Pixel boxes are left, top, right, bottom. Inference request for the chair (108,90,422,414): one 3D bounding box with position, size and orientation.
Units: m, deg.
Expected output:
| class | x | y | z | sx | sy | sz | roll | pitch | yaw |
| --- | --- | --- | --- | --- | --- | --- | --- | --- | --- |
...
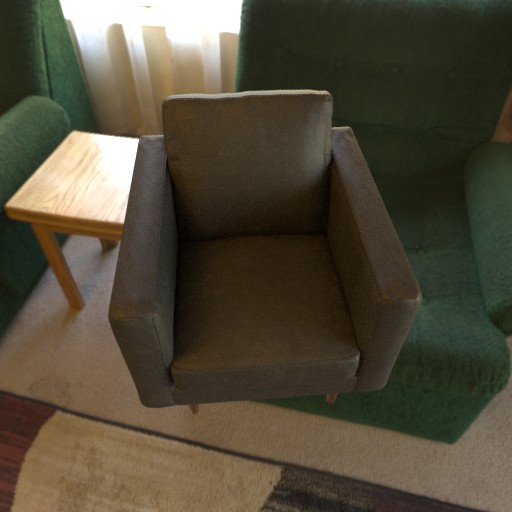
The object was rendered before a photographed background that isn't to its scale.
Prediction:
| class | x | y | z | sx | sy | sz | roll | pitch | yaw |
| --- | --- | --- | --- | --- | --- | --- | --- | --- | --- |
| chair | 0.000 | 0.000 | 1.565 | 0.831 | 0.898 | 0.879 | -3 | 47 | -3 |
